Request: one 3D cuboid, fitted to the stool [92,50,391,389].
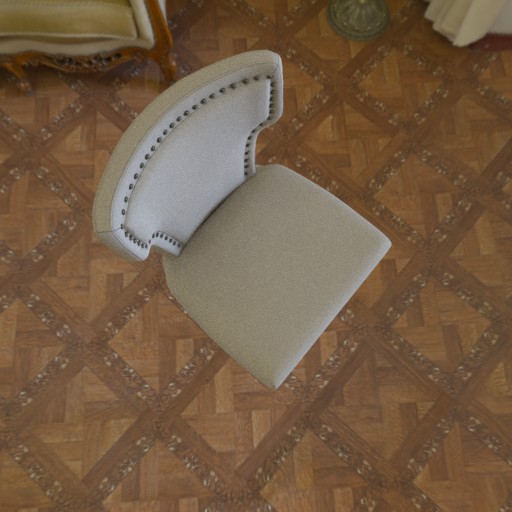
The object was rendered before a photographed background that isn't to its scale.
[{"bbox_3d":[0.000,0.000,1.294,0.563,0.982,0.527,39,78,10],"label":"stool"}]
